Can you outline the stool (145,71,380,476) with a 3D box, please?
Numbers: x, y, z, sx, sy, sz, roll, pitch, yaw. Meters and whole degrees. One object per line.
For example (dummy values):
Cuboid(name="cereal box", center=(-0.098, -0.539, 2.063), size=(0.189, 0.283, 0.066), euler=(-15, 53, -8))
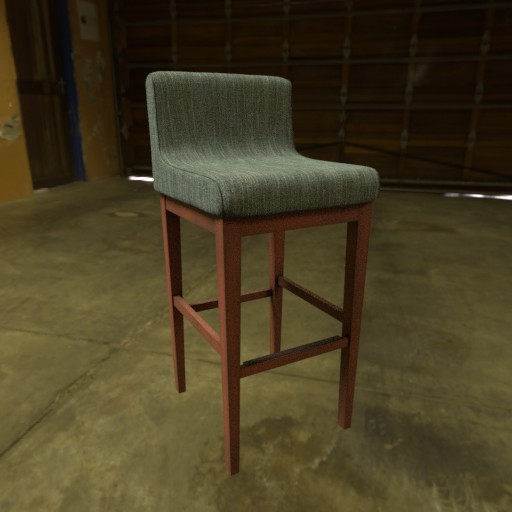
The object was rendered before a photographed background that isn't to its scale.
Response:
Cuboid(name="stool", center=(0.000, 0.000, 1.223), size=(0.426, 0.965, 0.499), euler=(-9, 20, -27))
